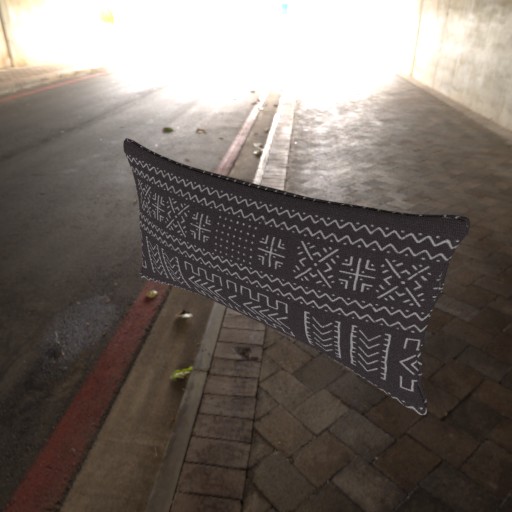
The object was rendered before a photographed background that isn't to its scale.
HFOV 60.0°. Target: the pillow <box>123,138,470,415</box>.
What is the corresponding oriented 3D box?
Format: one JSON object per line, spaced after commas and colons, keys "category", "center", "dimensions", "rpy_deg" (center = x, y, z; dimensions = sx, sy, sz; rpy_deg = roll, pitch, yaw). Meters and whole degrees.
{"category": "pillow", "center": [0.000, 0.000, 0.782], "dimensions": [0.667, 0.322, 0.135], "rpy_deg": [20, 34, 33]}
